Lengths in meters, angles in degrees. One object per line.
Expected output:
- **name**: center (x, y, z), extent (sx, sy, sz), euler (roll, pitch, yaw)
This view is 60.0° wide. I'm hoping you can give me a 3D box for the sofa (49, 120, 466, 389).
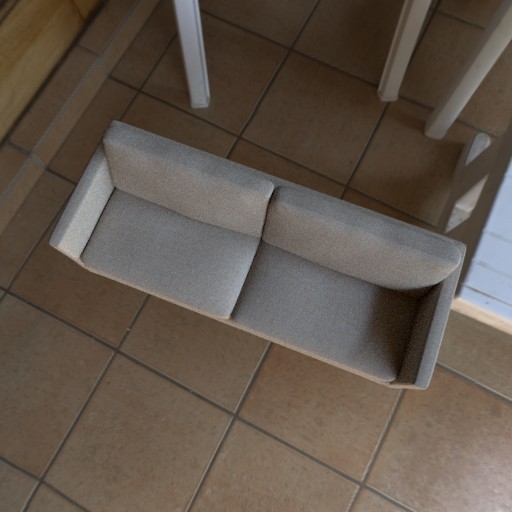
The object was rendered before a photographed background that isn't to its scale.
- **sofa**: center (0.000, 0.000, 2.966), extent (2.434, 0.965, 0.951), euler (20, 76, 5)
